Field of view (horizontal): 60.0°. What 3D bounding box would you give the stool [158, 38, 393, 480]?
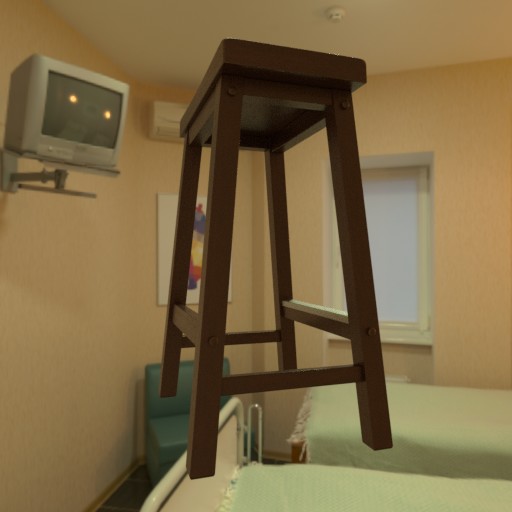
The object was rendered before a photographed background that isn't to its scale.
[{"bbox_3d":[0.000,0.000,0.843,0.322,0.610,0.406,0,0,-18],"label":"stool"}]
